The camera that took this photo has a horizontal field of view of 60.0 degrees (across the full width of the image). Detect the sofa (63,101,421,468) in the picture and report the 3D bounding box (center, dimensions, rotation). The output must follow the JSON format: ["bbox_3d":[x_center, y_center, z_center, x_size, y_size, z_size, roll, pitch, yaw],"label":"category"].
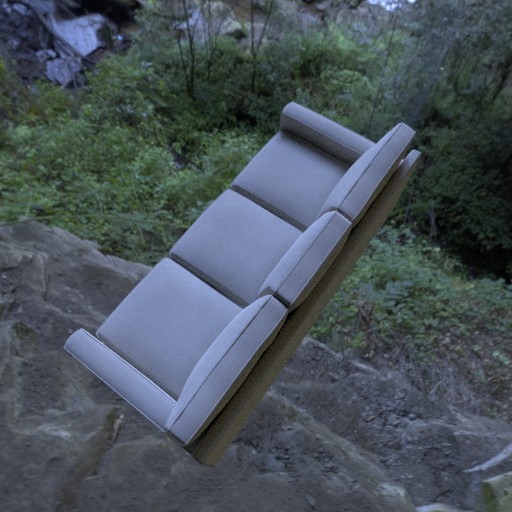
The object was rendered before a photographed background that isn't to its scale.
[{"bbox_3d":[0.000,0.000,2.595,0.935,0.862,2.088,33,68,15],"label":"sofa"}]
